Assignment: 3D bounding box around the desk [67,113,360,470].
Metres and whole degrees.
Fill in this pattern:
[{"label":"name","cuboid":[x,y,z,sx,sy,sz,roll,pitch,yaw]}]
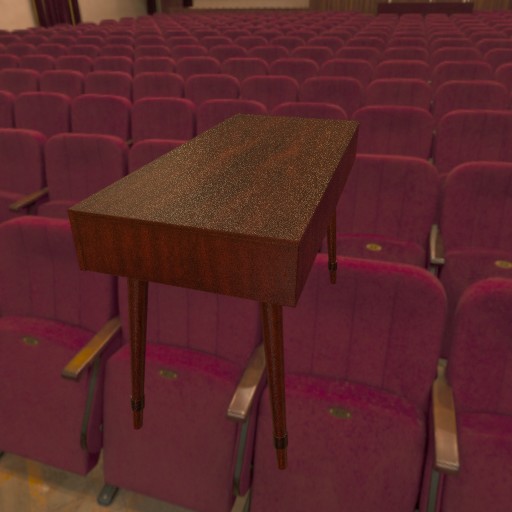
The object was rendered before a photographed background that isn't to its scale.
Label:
[{"label":"desk","cuboid":[0.000,0.000,2.181,0.734,1.031,1.577,9,30,15]}]
